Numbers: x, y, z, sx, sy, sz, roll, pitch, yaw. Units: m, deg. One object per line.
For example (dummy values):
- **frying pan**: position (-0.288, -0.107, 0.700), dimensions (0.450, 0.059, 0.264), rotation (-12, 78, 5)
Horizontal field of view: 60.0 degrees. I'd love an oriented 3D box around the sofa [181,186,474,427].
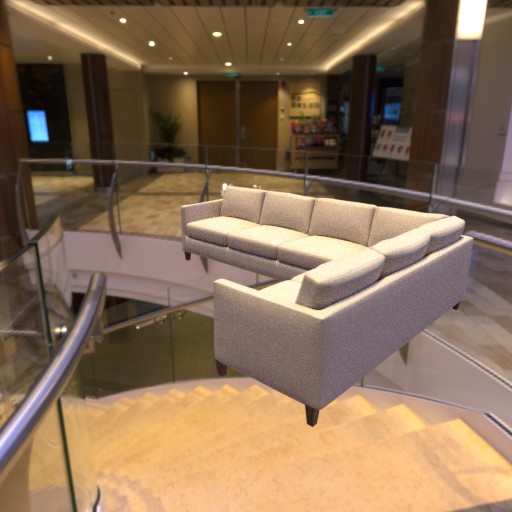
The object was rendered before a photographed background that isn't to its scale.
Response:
- **sofa**: position (0.000, 0.000, 4.437), dimensions (3.333, 0.934, 2.522), rotation (15, 23, 41)
